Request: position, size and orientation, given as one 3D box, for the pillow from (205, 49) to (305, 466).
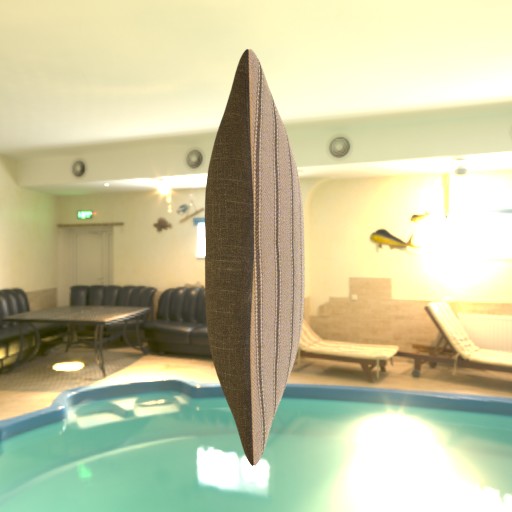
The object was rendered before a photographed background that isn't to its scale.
[{"bbox_3d":[0.000,0.000,0.688,0.138,0.444,0.468,0,0,1],"label":"pillow"}]
